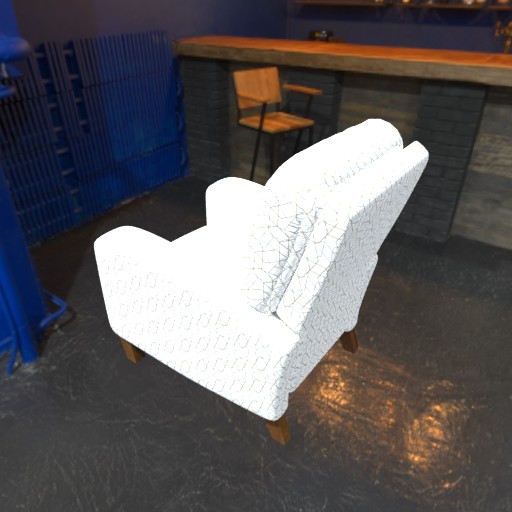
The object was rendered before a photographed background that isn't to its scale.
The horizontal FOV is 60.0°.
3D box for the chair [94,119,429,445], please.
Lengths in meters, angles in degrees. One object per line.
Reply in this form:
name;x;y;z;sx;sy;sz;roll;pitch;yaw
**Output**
chair;0.000;0.000;1.747;0.995;1.064;0.796;20;37;30
